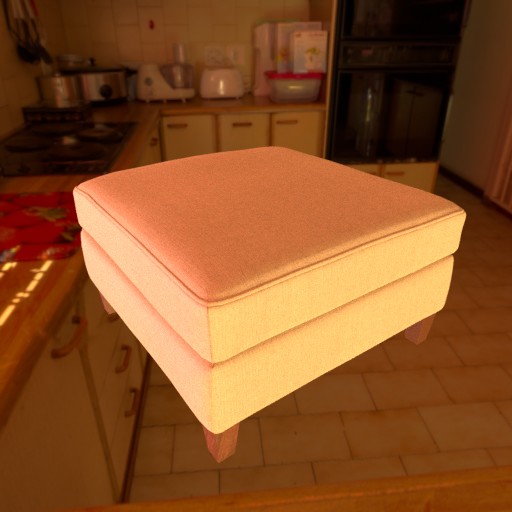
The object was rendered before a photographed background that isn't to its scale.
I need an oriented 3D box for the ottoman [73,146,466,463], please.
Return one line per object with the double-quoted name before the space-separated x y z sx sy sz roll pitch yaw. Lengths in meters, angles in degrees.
"ottoman" 0.000 0.000 1.359 0.838 0.503 0.838 -18 33 -31
